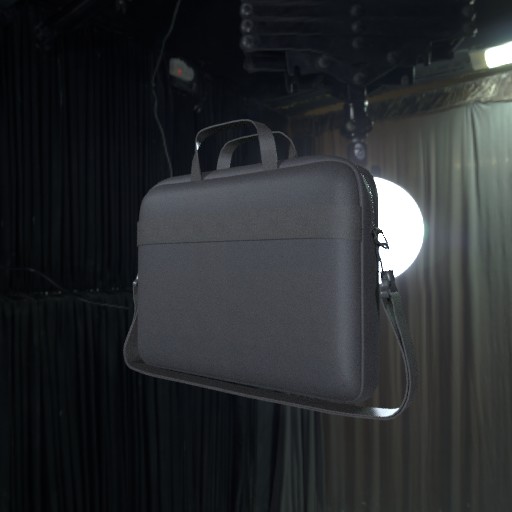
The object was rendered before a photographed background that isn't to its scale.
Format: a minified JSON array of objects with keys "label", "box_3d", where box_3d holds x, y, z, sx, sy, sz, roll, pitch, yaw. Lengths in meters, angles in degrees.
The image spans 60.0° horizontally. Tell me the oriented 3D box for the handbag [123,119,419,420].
[{"label":"handbag","box_3d":[0.000,0.000,0.585,0.429,0.330,0.126,-1,-1,35]}]
